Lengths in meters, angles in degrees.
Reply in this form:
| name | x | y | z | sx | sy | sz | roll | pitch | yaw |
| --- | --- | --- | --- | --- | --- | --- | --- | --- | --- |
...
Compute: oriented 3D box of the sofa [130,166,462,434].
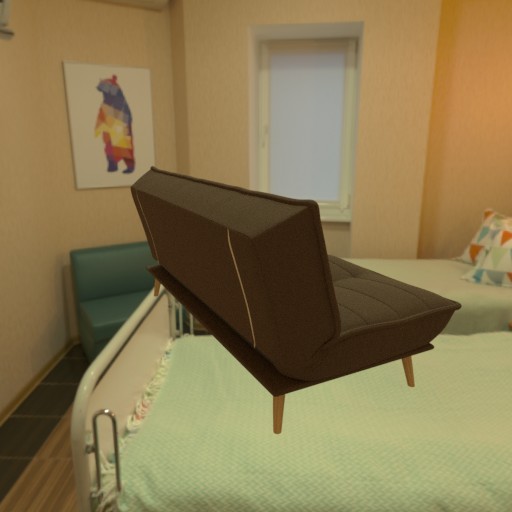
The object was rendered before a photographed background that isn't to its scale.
| name | x | y | z | sx | sy | sz | roll | pitch | yaw |
| --- | --- | --- | --- | --- | --- | --- | --- | --- | --- |
| sofa | 0.000 | 0.000 | 2.448 | 0.950 | 0.890 | 1.940 | -8 | 17 | -27 |
